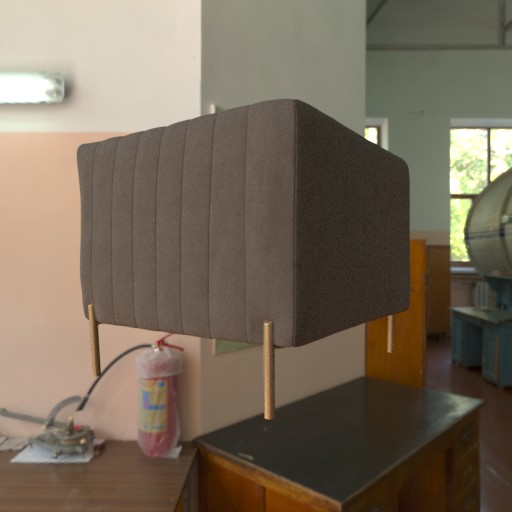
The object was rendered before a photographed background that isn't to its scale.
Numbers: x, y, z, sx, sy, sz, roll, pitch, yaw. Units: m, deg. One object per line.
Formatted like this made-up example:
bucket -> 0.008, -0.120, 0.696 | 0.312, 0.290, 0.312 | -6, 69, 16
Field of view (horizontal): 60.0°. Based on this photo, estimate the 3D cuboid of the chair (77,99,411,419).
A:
chair -> 0.000, 0.000, 1.630 | 0.873, 0.779, 0.981 | 0, 0, 35
